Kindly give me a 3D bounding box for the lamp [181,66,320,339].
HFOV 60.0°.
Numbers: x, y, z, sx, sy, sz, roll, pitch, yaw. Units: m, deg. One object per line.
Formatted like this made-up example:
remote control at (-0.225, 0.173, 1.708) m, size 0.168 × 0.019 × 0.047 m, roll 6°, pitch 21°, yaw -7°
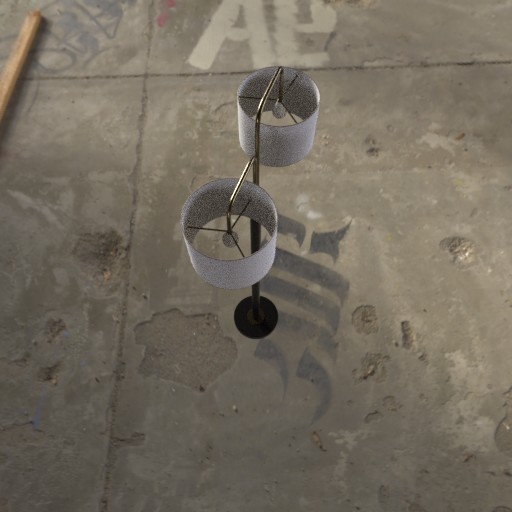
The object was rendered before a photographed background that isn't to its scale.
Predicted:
lamp at (0.000, 0.000, 1.845) m, size 0.254 × 1.587 × 0.711 m, roll 16°, pitch 64°, yaw 8°
